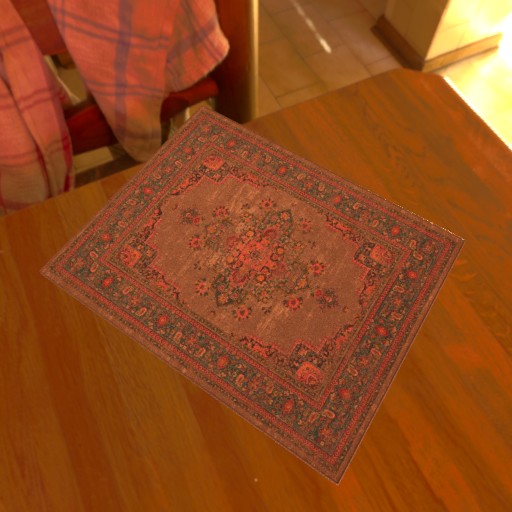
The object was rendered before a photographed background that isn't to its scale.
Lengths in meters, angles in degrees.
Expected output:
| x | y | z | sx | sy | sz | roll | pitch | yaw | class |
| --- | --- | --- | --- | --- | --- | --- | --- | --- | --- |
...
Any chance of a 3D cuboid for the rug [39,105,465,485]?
| x | y | z | sx | sy | sz | roll | pitch | yaw | class |
| --- | --- | --- | --- | --- | --- | --- | --- | --- | --- |
| 0.000 | 0.000 | 4.038 | 3.057 | 0.013 | 2.434 | 31 | 67 | 15 | rug |
